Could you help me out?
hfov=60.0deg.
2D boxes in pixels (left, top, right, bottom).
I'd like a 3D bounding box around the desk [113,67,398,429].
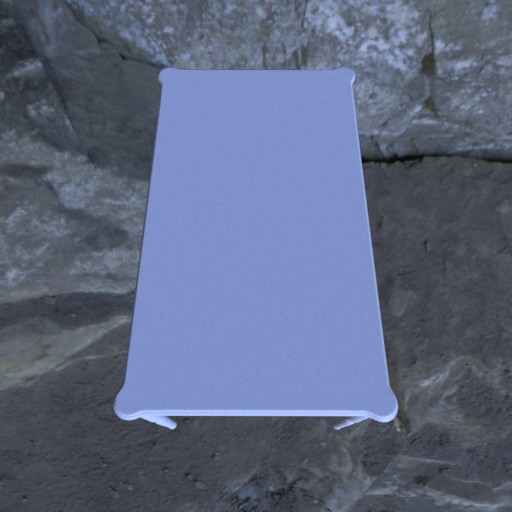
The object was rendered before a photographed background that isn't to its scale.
[{"bbox_3d":[0.000,0.000,1.867,0.807,0.762,1.380,0,64,0],"label":"desk"}]
